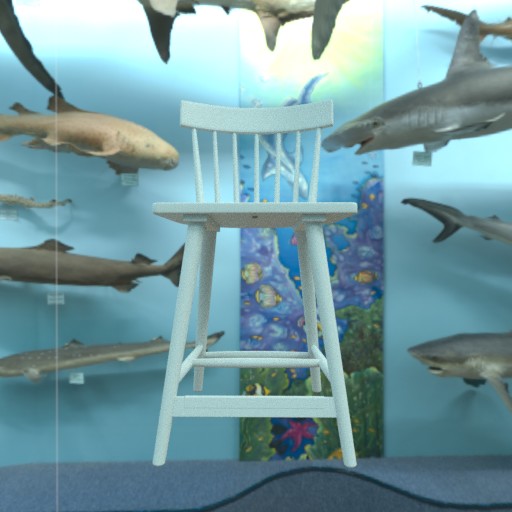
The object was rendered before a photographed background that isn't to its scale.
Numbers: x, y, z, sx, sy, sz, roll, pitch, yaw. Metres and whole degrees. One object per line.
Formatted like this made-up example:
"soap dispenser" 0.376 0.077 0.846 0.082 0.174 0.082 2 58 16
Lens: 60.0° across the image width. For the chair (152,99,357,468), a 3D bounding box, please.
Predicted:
"chair" 0.000 0.000 1.279 0.483 0.952 0.572 0 0 1
